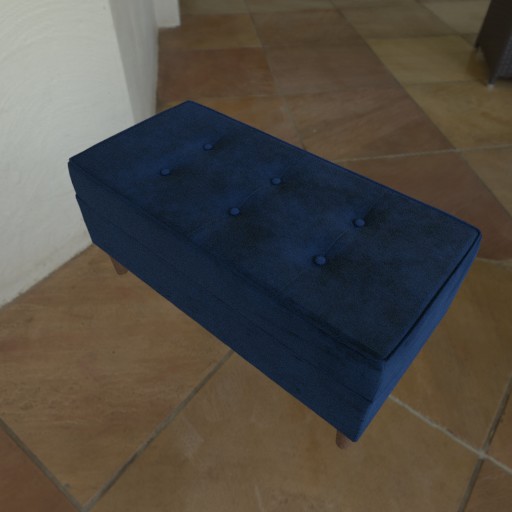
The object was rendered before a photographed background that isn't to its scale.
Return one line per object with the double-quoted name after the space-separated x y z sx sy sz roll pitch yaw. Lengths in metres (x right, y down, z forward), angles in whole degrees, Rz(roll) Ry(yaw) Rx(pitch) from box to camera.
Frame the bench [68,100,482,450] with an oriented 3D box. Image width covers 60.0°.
0.000 0.000 1.278 1.010 0.467 0.489 32 54 27 "bench"
